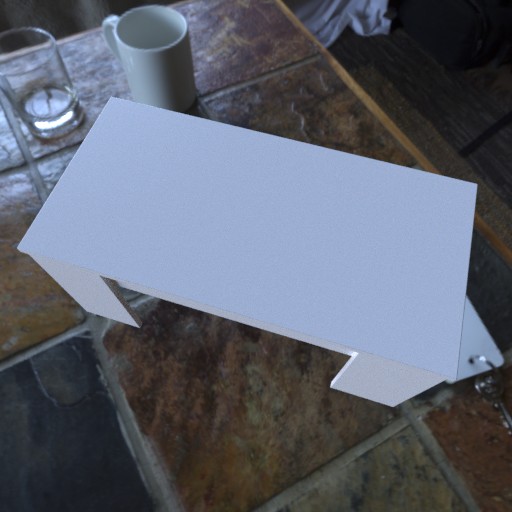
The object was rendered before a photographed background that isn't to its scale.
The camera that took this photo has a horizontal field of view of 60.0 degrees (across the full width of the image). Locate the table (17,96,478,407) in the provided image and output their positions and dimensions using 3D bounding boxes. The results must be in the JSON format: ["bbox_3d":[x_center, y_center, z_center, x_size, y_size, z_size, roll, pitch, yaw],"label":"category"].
[{"bbox_3d":[0.000,0.000,1.258,1.000,0.440,0.500,16,65,8],"label":"table"}]
